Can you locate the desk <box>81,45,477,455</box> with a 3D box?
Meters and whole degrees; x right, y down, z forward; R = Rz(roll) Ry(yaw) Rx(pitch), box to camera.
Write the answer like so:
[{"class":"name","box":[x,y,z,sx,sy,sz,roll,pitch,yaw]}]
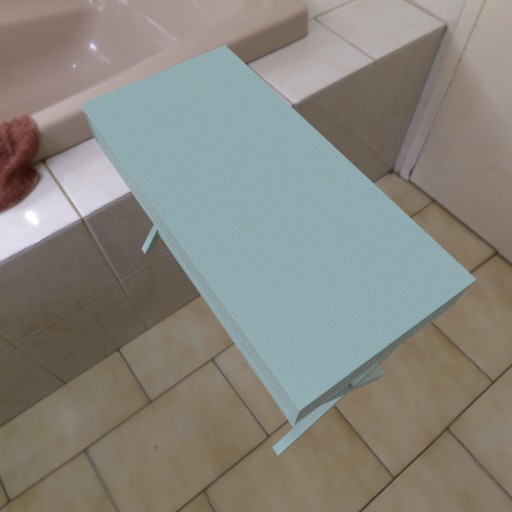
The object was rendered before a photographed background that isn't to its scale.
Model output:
[{"class":"desk","box":[0.000,0.000,1.490,0.525,0.780,1.057,-31,64,-17]}]
